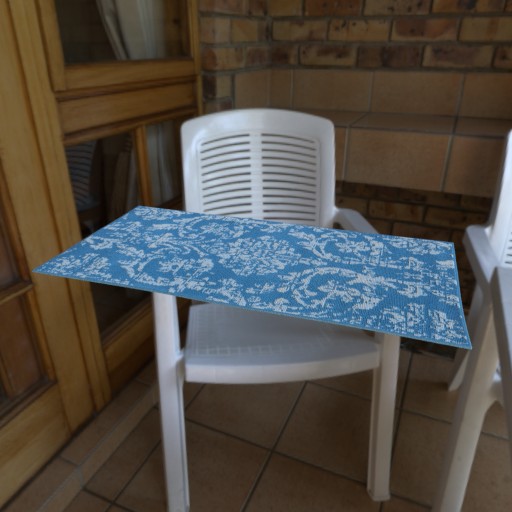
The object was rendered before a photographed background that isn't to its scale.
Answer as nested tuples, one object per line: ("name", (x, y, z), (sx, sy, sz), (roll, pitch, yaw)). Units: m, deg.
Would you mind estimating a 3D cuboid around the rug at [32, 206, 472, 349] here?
("rug", (0.000, 0.000, 1.420), (1.219, 0.007, 0.604), (8, 27, 16))
